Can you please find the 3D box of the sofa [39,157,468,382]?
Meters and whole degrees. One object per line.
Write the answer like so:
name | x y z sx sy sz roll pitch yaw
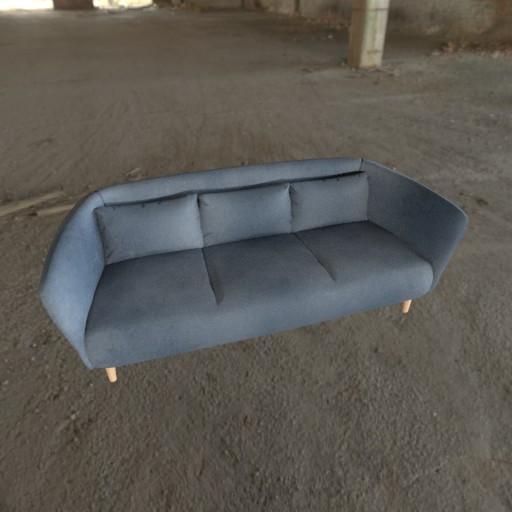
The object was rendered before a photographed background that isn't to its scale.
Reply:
sofa | 0.000 0.000 2.507 2.095 0.795 0.849 -10 33 -16
